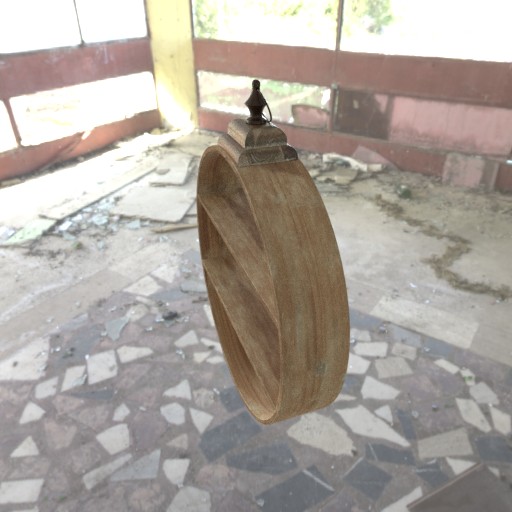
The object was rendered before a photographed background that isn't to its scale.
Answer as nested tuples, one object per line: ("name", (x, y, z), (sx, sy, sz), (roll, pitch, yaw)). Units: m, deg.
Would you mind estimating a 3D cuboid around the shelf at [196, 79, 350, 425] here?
("shelf", (0.000, 0.000, 0.965), (0.125, 0.725, 0.601), (-11, 33, -17))
